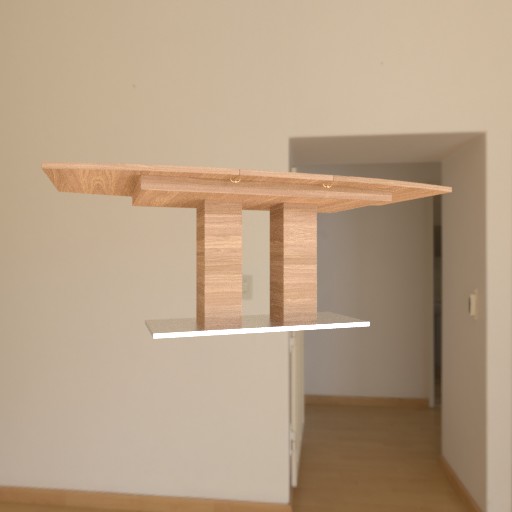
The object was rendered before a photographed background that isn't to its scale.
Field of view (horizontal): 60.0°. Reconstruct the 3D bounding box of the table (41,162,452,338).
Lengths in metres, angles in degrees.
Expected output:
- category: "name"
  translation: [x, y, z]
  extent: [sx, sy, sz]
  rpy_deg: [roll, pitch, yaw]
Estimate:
- category: "table"
  translation: [0.000, 0.000, 2.409]
  extent: [2.032, 0.750, 0.900]
  rpy_deg: [0, 0, -19]
